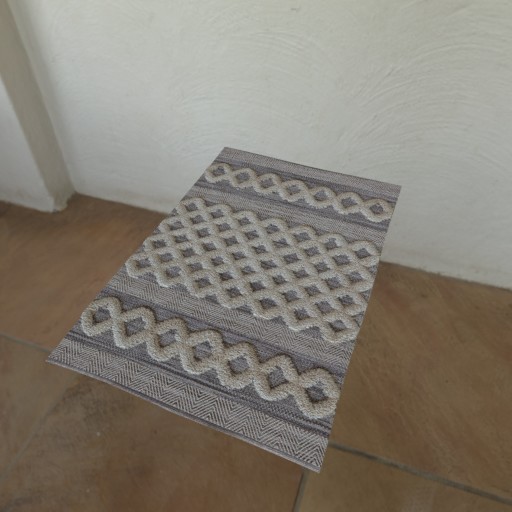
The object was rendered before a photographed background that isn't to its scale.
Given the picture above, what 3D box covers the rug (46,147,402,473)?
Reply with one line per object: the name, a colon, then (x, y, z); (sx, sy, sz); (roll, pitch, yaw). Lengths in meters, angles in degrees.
rug: (0.000, 0.000, 2.321); (1.222, 0.030, 1.823); (16, 48, 15)
